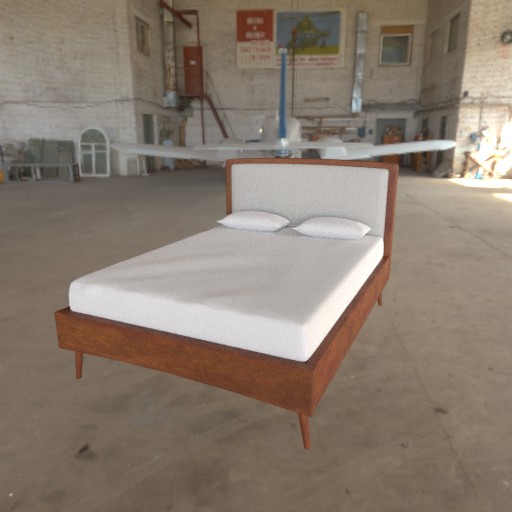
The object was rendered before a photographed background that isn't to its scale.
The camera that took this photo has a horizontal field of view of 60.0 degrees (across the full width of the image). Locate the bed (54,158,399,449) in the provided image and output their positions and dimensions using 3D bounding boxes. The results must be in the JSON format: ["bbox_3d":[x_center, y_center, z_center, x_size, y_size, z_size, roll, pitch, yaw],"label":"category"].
[{"bbox_3d":[0.000,0.000,3.195,1.587,1.275,2.196,7,17,24],"label":"bed"}]
